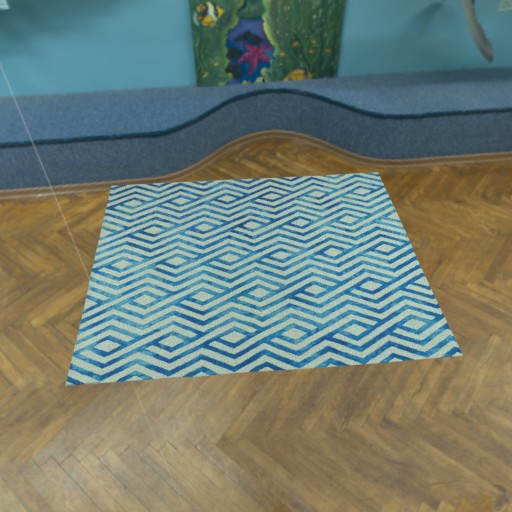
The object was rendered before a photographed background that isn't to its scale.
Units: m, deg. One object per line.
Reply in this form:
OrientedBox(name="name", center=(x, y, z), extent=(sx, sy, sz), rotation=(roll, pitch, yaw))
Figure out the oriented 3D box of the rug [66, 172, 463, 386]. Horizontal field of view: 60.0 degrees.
OrientedBox(name="rug", center=(0.000, 0.000, 4.231), extent=(3.059, 0.008, 2.453), rotation=(-3, 46, -3))
